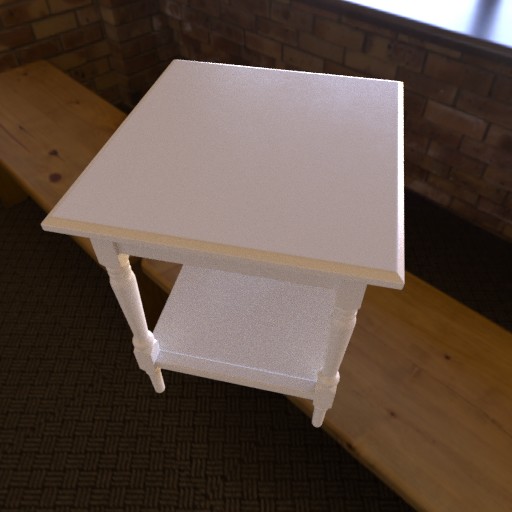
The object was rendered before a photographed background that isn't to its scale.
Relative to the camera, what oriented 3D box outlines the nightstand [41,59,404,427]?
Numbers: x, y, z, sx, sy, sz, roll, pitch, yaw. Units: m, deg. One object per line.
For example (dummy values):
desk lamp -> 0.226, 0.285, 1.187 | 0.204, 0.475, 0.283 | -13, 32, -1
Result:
nightstand -> 0.000, 0.000, 0.906 | 0.459, 0.555, 0.505 | 9, 48, 9
